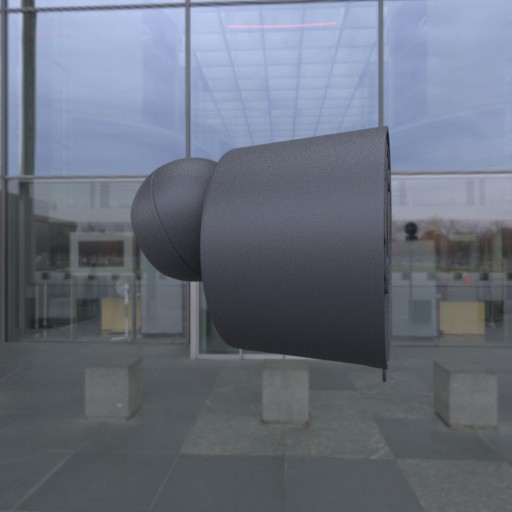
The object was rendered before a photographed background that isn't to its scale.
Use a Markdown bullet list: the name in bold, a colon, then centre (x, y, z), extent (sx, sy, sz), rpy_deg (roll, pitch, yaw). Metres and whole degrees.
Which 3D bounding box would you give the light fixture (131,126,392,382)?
- **light fixture**: centre (0.000, 0.000, 0.277), extent (0.160, 0.143, 0.134), rpy_deg (0, 0, 18)
